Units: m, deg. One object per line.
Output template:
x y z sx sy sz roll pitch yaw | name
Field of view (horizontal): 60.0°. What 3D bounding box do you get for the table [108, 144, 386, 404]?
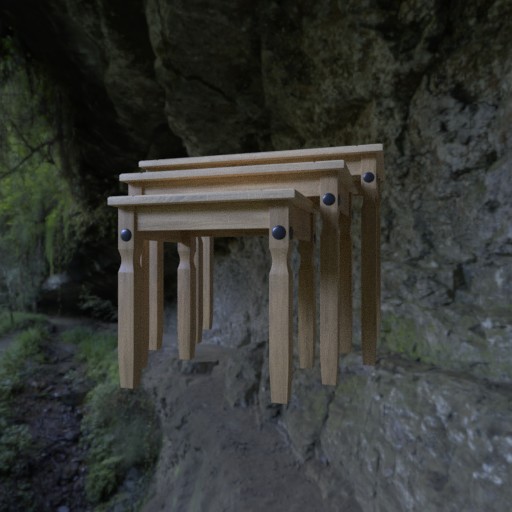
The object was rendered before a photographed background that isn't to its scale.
0.000 0.000 1.195 0.660 0.535 0.773 0 0 17 | table
